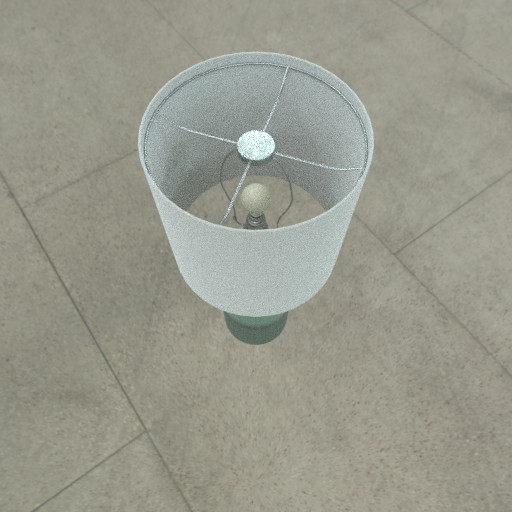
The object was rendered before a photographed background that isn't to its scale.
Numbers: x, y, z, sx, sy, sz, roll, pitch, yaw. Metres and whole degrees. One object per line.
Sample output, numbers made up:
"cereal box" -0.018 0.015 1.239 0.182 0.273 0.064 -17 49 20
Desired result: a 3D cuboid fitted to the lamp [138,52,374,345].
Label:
"lamp" 0.000 0.000 0.619 0.212 0.493 0.212 17 64 9
